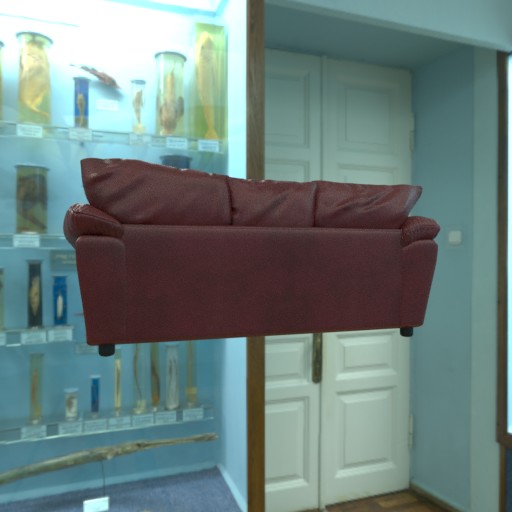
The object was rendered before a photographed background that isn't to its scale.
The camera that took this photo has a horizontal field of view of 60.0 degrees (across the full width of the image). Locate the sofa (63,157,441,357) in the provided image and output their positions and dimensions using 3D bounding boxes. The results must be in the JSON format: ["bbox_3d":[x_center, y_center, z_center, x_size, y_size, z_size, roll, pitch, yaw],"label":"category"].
[{"bbox_3d":[0.000,0.000,2.973,2.390,1.091,0.907,0,0,-17],"label":"sofa"}]
